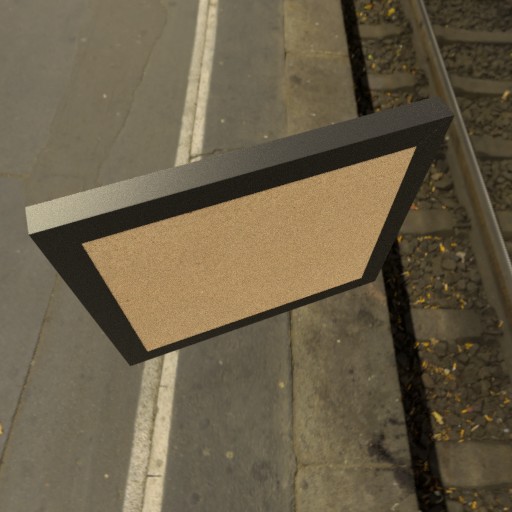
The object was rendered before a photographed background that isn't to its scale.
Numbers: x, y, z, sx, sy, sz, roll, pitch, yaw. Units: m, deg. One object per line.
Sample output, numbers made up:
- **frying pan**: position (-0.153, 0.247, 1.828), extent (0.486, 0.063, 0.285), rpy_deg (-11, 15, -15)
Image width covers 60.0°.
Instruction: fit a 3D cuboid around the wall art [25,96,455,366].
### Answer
- **wall art**: position (0.000, 0.000, 0.516), extent (0.381, 0.321, 0.028), rpy_deg (-18, 60, -11)
